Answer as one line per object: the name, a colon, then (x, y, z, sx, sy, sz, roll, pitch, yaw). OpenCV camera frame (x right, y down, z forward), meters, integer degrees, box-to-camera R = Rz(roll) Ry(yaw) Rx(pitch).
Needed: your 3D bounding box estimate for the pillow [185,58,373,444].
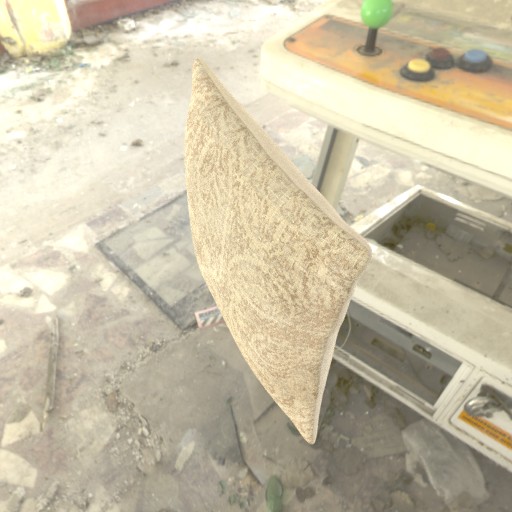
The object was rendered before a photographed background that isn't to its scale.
pillow: (0.000, 0.000, 0.790, 0.166, 0.510, 0.523, -19, 50, -17)
